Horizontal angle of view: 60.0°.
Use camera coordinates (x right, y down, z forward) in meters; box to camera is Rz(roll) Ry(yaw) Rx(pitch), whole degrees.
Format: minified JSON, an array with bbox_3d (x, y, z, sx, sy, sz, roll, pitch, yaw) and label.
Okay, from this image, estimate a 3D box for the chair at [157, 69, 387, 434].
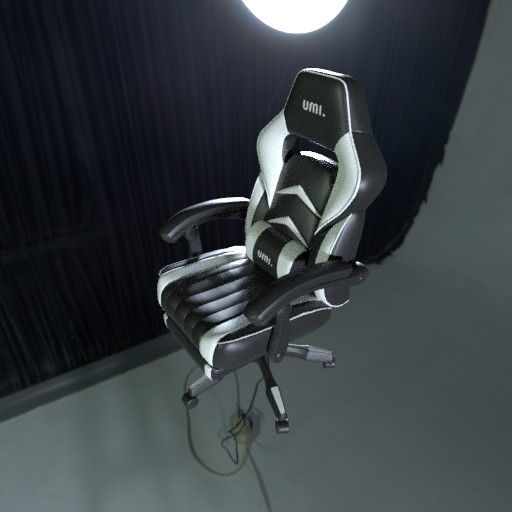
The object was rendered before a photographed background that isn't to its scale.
[{"bbox_3d":[0.000,0.000,1.619,0.700,1.200,0.676,-22,39,-29],"label":"chair"}]
